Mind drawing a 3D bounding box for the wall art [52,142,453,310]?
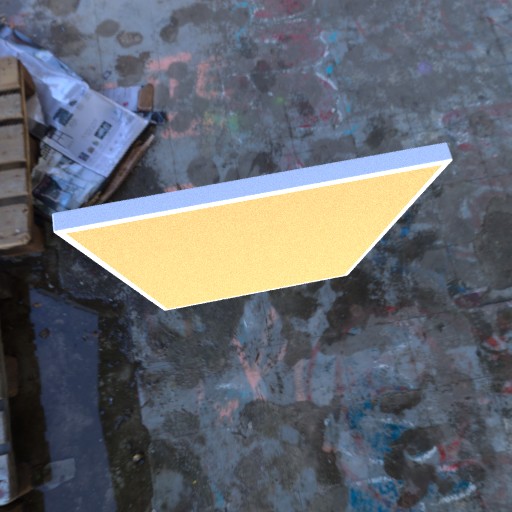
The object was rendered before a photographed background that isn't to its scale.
[{"bbox_3d":[0.000,0.000,1.590,0.914,1.221,0.046,-11,75,-3],"label":"wall art"}]
